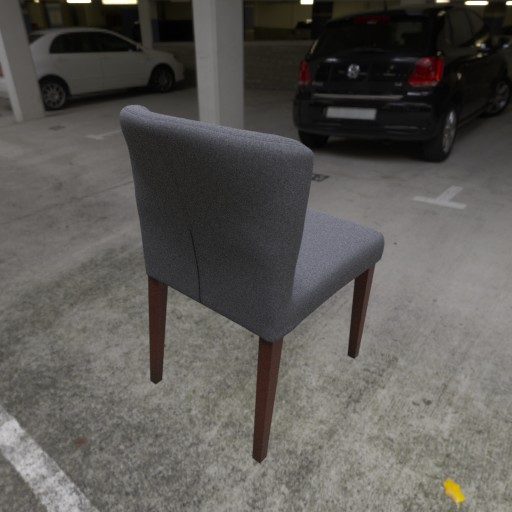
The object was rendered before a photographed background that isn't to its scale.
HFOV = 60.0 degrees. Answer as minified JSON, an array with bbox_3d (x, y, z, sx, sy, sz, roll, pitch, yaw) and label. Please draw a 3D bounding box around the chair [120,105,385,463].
[{"bbox_3d":[0.000,0.000,1.201,0.491,0.839,0.592,23,37,34],"label":"chair"}]
